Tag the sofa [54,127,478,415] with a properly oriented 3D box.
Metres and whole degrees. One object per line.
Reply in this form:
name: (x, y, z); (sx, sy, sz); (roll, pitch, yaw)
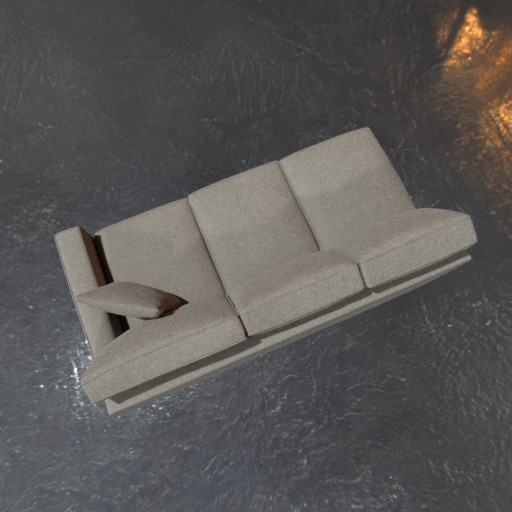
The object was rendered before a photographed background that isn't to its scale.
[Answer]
sofa: (0.000, 0.000, 2.522); (1.963, 0.946, 1.034); (-22, 76, -6)
